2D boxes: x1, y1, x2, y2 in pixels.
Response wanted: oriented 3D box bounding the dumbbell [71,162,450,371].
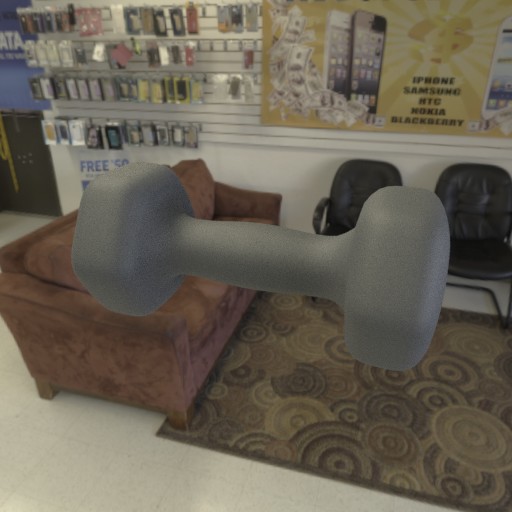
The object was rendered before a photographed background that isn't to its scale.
[{"bbox_3d":[0.000,0.000,0.303,0.240,0.105,0.116,9,27,18],"label":"dumbbell"}]
